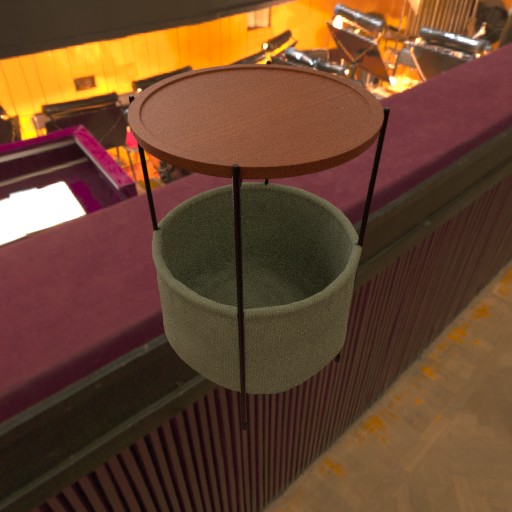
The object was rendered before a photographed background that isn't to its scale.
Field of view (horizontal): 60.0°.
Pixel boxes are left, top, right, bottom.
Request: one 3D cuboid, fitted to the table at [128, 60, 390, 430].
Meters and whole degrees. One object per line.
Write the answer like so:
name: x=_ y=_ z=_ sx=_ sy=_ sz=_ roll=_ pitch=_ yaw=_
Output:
table: x=0.000 y=0.000 z=0.882 sx=0.400 sy=0.623 sz=0.400 roll=-27 pitch=48 yaw=-28
